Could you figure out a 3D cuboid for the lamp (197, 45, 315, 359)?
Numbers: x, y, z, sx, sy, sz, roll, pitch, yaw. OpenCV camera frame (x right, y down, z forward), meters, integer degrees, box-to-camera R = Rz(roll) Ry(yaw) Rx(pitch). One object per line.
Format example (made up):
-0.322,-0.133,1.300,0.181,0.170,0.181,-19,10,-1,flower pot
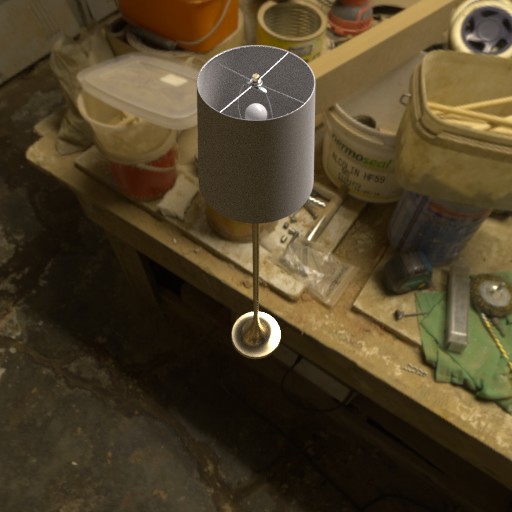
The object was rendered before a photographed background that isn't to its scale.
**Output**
0.000,0.000,1.667,0.337,1.543,0.337,0,58,0,lamp
